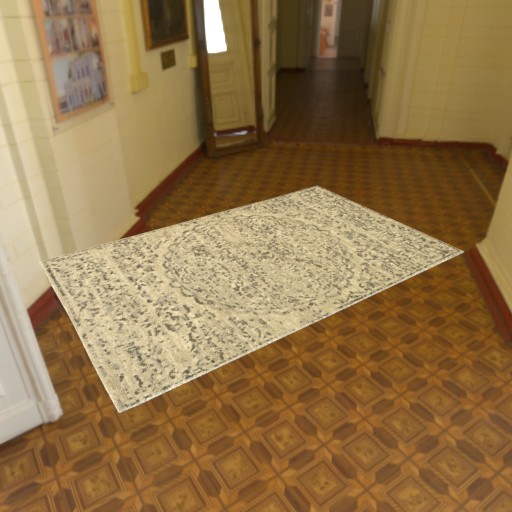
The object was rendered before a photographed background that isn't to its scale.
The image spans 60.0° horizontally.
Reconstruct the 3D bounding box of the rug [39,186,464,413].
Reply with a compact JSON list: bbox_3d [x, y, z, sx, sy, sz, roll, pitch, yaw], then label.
[{"bbox_3d":[0.000,0.000,3.003,2.447,0.021,1.527,-19,35,-29],"label":"rug"}]
